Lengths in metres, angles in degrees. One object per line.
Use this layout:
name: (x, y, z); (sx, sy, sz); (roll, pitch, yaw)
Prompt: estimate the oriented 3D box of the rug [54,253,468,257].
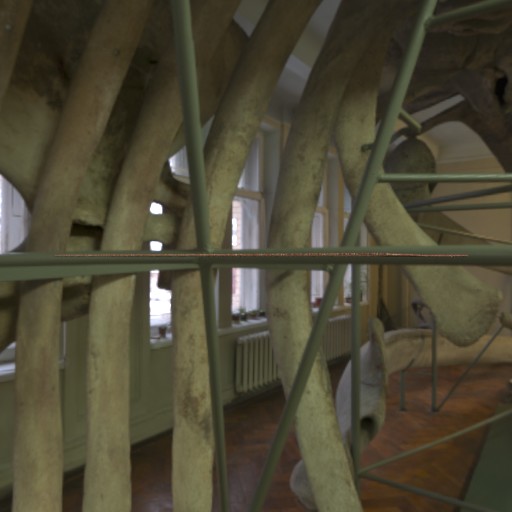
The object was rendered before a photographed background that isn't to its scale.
rug: (0.000, 0.000, 2.221); (1.747, 0.011, 1.139); (0, 0, 36)
